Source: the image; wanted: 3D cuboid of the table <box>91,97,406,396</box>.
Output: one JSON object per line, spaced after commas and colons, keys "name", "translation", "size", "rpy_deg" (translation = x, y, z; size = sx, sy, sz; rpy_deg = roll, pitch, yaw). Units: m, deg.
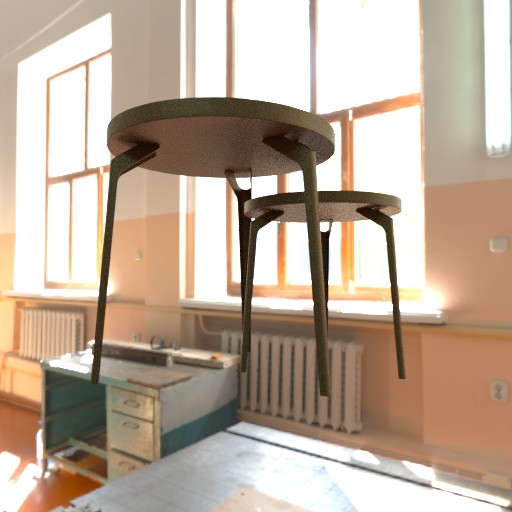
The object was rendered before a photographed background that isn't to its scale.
{"name": "table", "translation": [0.000, 0.000, 1.084], "size": [0.751, 0.555, 0.532], "rpy_deg": [1, -2, -19]}
